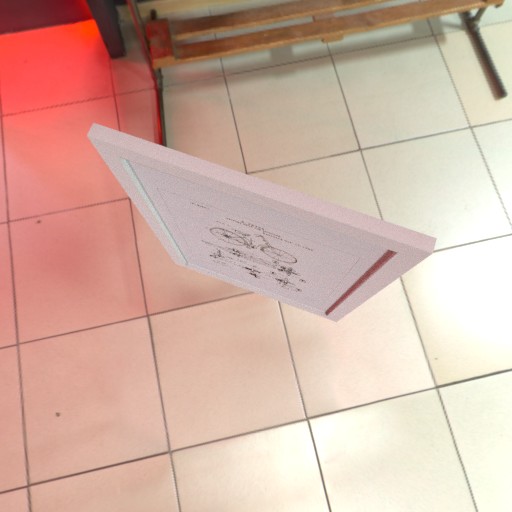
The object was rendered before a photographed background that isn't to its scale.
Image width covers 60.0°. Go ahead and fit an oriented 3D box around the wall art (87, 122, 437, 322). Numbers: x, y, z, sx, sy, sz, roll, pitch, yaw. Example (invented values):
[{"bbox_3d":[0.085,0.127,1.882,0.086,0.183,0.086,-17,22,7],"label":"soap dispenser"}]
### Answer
[{"bbox_3d":[0.000,0.000,0.630,0.332,0.477,0.015,20,75,5],"label":"wall art"}]
